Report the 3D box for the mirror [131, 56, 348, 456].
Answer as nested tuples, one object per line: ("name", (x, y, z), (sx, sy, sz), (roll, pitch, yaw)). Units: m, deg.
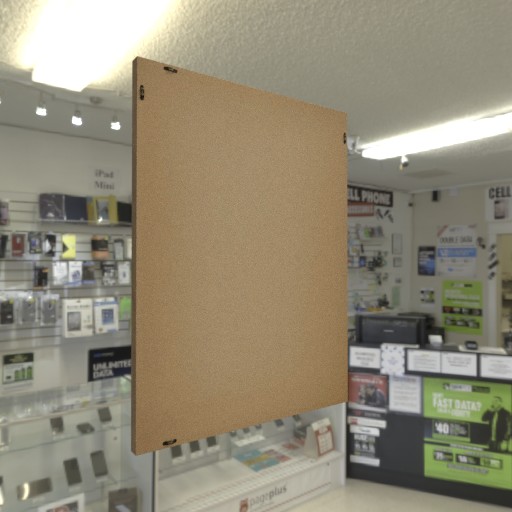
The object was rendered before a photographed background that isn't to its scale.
("mirror", (0.000, 0.000, 1.356), (0.762, 1.016, 0.041), (0, -1, -35))
